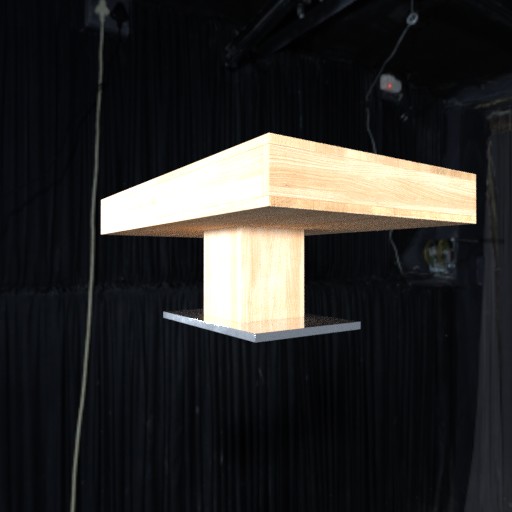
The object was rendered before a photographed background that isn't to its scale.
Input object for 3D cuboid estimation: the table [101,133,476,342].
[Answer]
[{"bbox_3d":[0.000,0.000,1.460,0.700,0.440,1.100,0,-1,-35],"label":"table"}]
